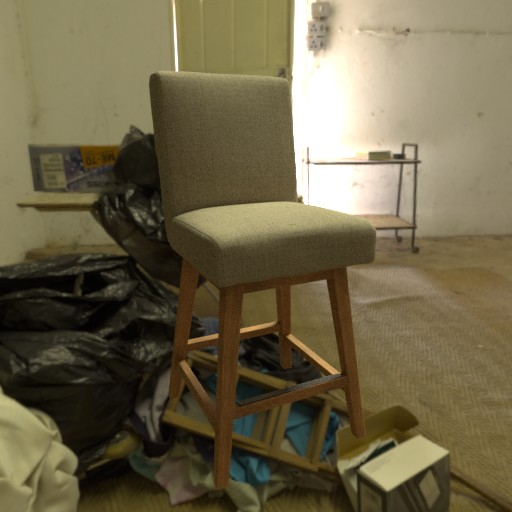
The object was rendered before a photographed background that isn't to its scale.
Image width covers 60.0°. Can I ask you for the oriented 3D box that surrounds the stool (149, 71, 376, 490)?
[{"bbox_3d":[0.000,0.000,1.263,0.459,1.010,0.526,-8,18,-25],"label":"stool"}]
